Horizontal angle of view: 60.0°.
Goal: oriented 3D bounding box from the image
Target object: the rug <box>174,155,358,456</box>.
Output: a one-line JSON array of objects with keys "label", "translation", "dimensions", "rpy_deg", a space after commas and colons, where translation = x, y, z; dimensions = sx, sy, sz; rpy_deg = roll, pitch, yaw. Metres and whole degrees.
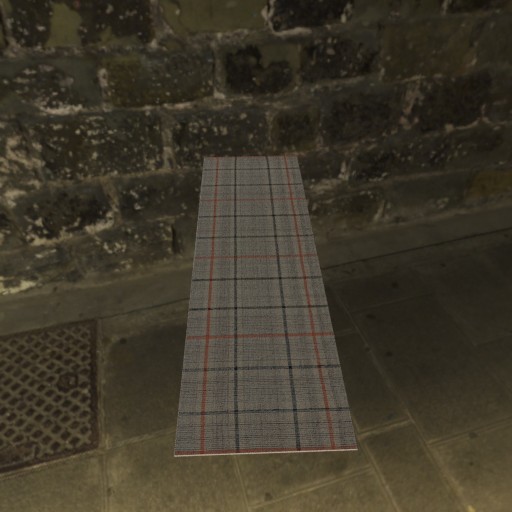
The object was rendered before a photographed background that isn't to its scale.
[{"label": "rug", "translation": [0.000, 0.000, 2.743], "dimensions": [0.762, 0.008, 2.439], "rpy_deg": [-1, 42, -2]}]
